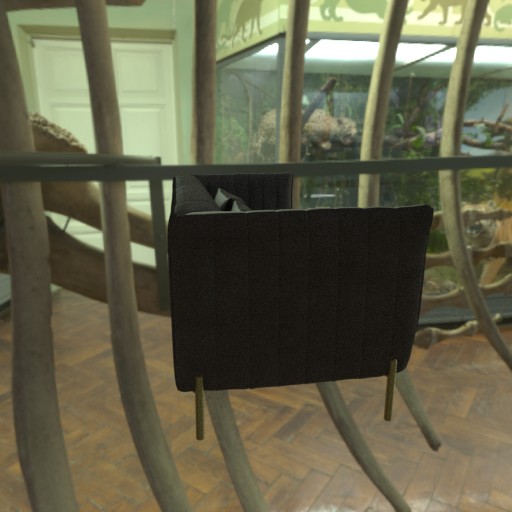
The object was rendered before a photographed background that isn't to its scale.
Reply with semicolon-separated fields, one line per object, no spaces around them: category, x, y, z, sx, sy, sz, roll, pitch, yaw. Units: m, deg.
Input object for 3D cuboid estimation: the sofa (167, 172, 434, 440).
sofa;0.000;0.000;2.380;0.876;0.780;1.980;-2;14;-10
